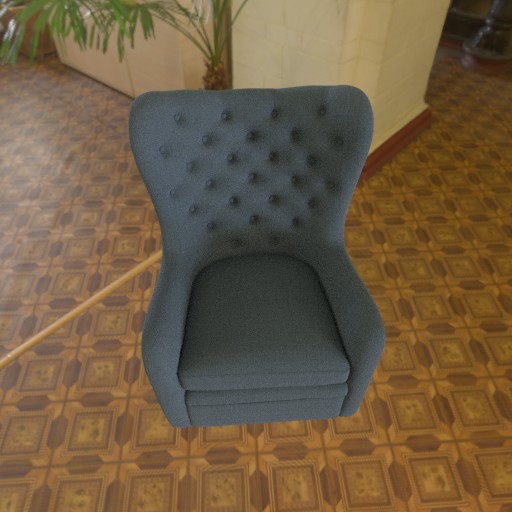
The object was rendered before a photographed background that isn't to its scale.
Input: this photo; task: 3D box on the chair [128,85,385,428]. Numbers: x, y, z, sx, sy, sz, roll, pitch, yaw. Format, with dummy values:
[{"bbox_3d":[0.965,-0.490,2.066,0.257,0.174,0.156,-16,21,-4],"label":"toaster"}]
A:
[{"bbox_3d":[0.000,0.000,1.742,0.831,1.079,0.930,-3,46,-3],"label":"chair"}]
